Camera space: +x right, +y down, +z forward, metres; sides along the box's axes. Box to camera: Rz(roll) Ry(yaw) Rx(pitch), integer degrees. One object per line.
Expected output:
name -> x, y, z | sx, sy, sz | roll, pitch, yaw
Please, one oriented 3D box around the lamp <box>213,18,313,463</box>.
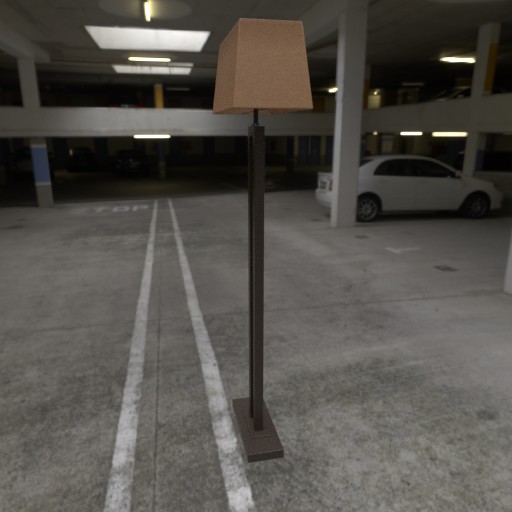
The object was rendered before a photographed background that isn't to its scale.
lamp -> 0.000, 0.000, 1.607 | 0.233, 1.469, 0.475 | -3, 16, -12
